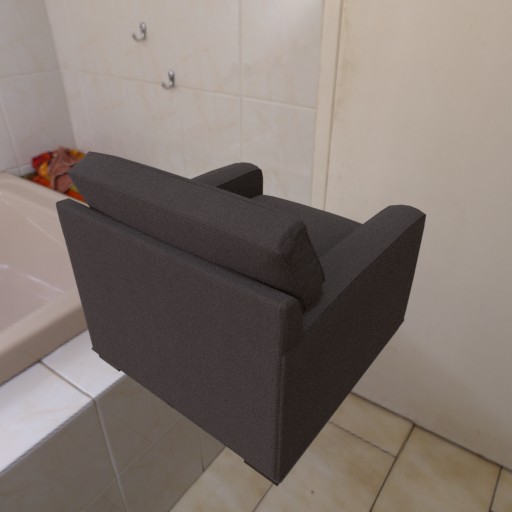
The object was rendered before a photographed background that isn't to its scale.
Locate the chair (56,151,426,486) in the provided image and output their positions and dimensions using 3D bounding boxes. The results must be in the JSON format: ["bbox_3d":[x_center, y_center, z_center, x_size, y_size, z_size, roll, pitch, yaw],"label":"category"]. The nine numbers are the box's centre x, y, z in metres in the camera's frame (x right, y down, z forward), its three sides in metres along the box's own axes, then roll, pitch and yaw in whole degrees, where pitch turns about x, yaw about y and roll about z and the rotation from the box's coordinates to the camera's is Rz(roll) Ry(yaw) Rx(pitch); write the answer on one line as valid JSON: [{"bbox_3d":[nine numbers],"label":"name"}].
[{"bbox_3d":[0.000,0.000,1.792,0.997,0.913,1.043,22,38,32],"label":"chair"}]
